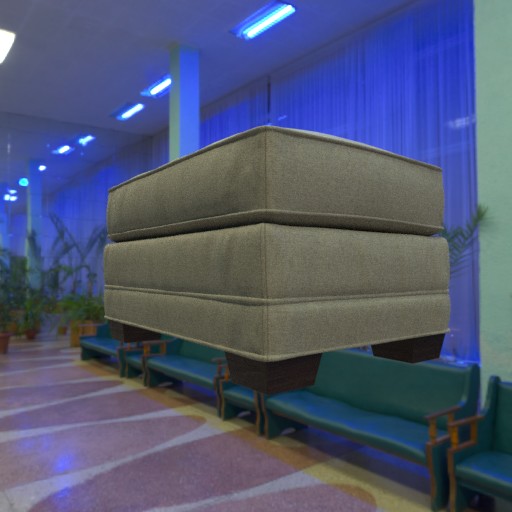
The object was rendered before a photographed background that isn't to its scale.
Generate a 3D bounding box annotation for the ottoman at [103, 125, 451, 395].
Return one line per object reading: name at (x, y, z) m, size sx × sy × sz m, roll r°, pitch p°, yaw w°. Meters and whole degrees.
ottoman at (0.000, 0.000, 1.243) m, size 0.611 × 0.508 × 0.848 m, roll 1°, pitch -2°, yaw -37°
